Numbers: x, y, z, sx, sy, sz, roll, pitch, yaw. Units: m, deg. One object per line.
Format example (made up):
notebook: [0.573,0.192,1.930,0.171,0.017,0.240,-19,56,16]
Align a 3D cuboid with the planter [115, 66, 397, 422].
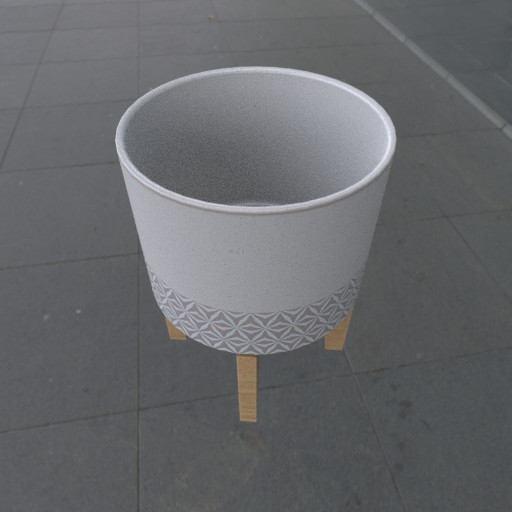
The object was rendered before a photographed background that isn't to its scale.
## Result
planter: [0.000,0.000,0.522,0.249,0.343,0.249,0,45,0]
